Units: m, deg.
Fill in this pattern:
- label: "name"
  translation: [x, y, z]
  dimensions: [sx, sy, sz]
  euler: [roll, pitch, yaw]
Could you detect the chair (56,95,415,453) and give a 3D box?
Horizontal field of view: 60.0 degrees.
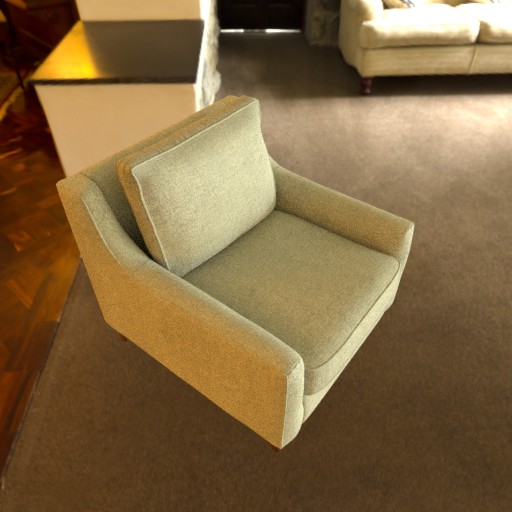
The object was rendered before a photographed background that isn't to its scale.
- label: "chair"
  translation: [0.000, 0.000, 1.602]
  dimensions: [0.918, 0.864, 0.838]
  euler: [28, 50, 27]
